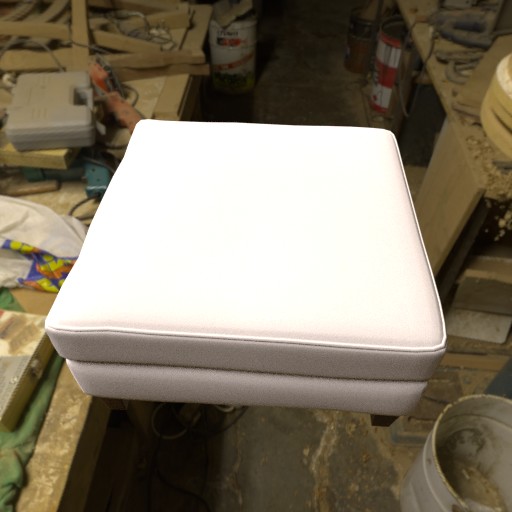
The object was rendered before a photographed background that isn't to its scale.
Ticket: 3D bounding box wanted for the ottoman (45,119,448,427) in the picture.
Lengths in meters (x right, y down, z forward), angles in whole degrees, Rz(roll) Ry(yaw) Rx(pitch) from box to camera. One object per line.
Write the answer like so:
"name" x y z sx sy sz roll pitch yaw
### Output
"ottoman" 0.000 0.000 1.289 0.838 0.479 0.838 3 47 3
